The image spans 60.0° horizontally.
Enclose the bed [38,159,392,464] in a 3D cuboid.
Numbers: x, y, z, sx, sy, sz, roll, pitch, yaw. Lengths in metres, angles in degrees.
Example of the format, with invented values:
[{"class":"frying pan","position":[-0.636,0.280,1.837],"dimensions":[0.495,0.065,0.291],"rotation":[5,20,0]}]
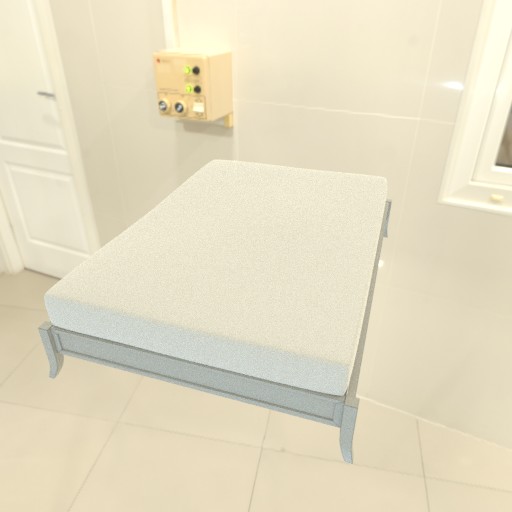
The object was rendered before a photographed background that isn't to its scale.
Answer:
[{"class":"bed","position":[0.000,0.000,2.626],"dimensions":[1.460,0.510,1.985],"rotation":[10,33,15]}]
